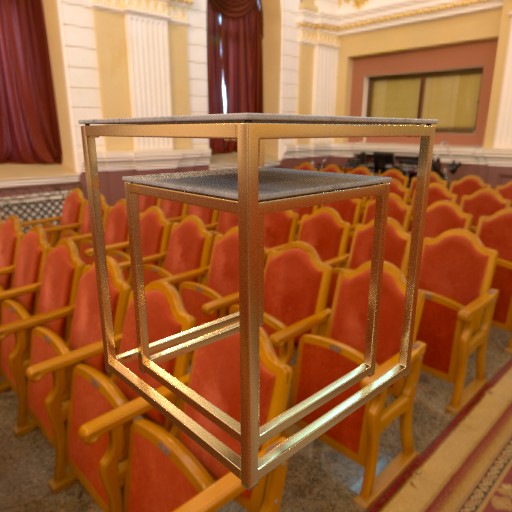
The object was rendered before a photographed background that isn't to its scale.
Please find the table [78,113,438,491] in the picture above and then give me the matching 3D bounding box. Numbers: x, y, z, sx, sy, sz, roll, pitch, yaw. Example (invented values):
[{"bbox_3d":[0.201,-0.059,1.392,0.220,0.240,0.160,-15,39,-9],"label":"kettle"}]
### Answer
[{"bbox_3d":[0.000,0.000,0.850,0.450,0.500,0.450,-14,21,-41],"label":"table"}]
